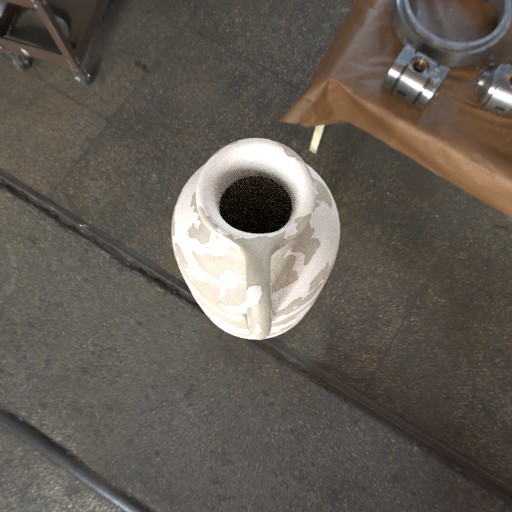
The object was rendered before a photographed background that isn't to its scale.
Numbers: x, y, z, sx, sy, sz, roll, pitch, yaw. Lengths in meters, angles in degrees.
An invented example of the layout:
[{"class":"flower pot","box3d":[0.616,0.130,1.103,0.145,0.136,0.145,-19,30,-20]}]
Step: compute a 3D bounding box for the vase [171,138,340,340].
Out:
[{"class":"vase","box3d":[0.000,0.000,0.506,0.186,0.382,0.203,-2,76,0]}]
